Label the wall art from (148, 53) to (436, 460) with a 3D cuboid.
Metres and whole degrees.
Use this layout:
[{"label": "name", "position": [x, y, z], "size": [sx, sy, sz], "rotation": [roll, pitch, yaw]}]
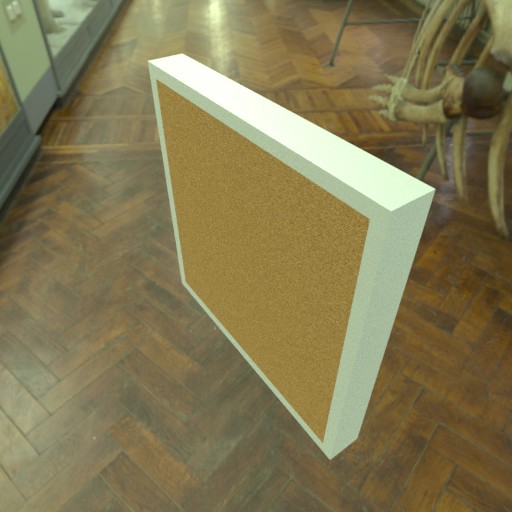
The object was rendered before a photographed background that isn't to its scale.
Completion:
[{"label": "wall art", "position": [0.000, 0.000, 0.441], "size": [0.038, 0.302, 0.305], "rotation": [-25, 47, -26]}]
